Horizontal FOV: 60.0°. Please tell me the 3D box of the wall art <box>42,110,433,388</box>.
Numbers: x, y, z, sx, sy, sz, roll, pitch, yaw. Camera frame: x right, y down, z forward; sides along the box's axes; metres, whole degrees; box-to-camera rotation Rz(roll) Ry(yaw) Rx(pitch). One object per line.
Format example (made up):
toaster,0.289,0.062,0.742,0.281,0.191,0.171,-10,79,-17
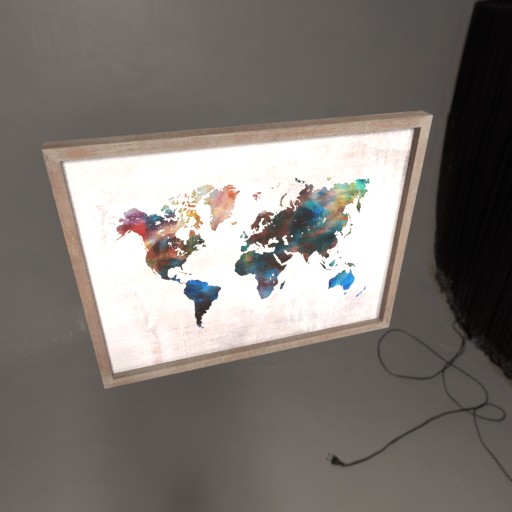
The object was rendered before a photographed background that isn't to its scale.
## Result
wall art,0.000,0.000,1.742,1.320,1.009,0.070,-9,33,-14
